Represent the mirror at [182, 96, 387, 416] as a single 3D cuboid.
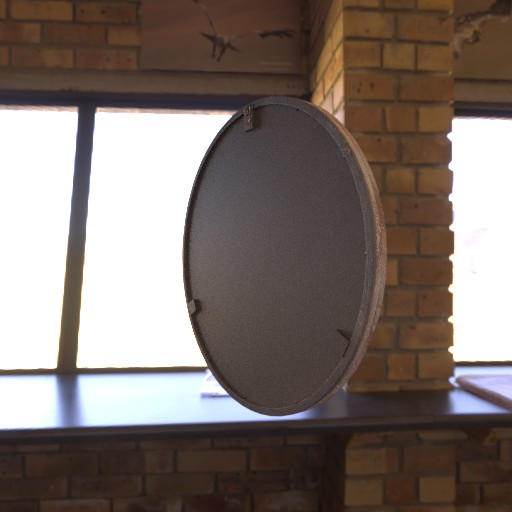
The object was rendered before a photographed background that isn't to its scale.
[{"bbox_3d":[0.000,0.000,1.032,0.038,0.710,0.710,0,-1,-36],"label":"mirror"}]
